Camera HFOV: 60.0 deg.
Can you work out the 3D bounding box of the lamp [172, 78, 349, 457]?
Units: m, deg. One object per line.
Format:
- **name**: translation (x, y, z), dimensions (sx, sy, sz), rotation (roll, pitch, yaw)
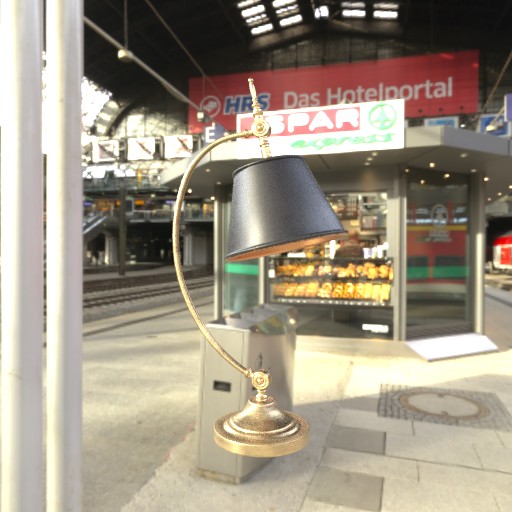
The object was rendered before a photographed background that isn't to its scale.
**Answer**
- **lamp**: translation (0.000, 0.000, 0.840), dimensions (0.344, 0.675, 0.235), rotation (0, 0, 16)
